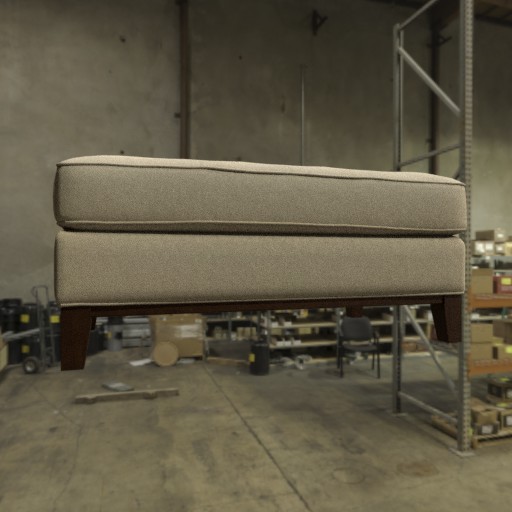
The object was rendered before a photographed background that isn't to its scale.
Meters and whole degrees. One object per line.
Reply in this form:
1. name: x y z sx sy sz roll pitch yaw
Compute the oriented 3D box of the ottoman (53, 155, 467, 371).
1. ottoman: 0.000 0.000 1.428 1.143 0.508 0.648 0 0 -18
